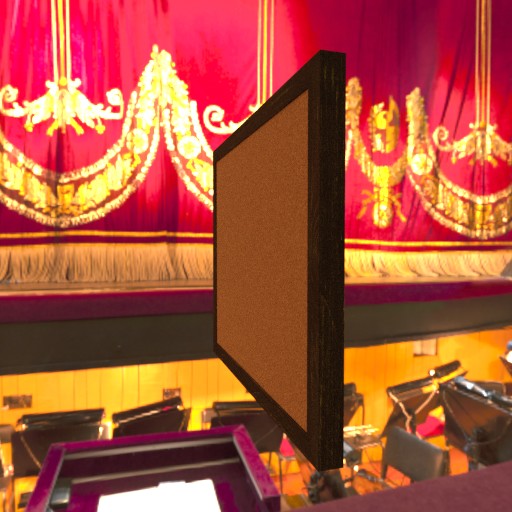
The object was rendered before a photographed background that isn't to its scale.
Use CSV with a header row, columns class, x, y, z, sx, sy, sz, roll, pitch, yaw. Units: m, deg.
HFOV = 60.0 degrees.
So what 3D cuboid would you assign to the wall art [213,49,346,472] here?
class,x,y,z,sx,sy,sz,roll,pitch,yaw
wall art,0.000,0.000,0.750,0.032,0.457,0.558,-1,2,-17
